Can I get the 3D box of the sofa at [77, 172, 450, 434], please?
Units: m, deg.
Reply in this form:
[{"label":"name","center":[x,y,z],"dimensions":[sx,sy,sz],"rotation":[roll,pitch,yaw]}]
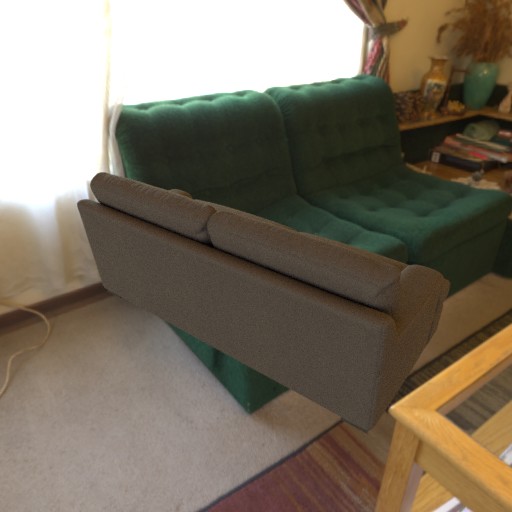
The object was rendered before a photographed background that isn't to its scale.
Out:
[{"label":"sofa","center":[0.000,0.000,2.932],"dimensions":[2.271,0.950,1.140],"rotation":[21,36,32]}]
